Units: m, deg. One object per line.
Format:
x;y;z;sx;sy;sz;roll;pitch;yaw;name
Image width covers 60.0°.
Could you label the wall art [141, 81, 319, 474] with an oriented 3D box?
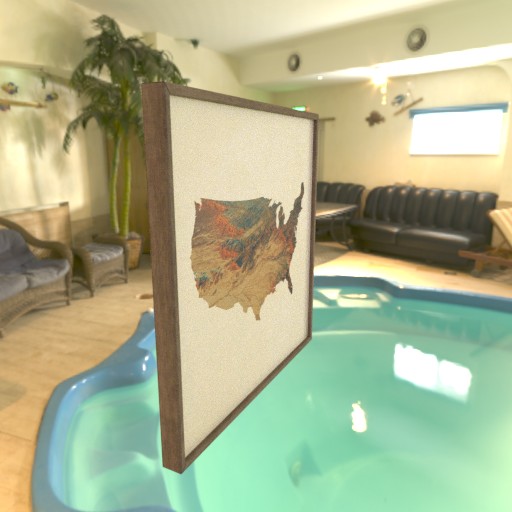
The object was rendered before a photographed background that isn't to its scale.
0.000;0.000;1.146;0.050;0.751;0.749;7;15;27;wall art
